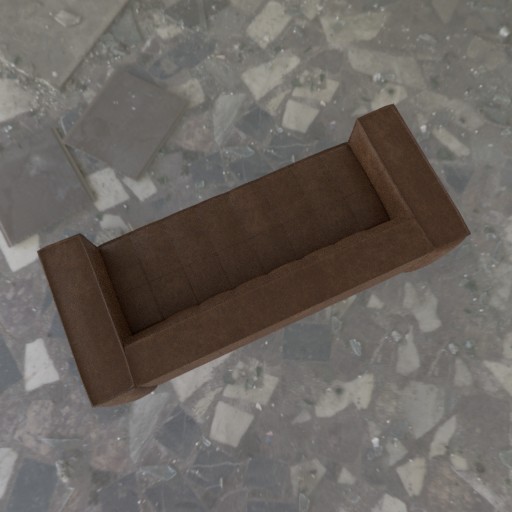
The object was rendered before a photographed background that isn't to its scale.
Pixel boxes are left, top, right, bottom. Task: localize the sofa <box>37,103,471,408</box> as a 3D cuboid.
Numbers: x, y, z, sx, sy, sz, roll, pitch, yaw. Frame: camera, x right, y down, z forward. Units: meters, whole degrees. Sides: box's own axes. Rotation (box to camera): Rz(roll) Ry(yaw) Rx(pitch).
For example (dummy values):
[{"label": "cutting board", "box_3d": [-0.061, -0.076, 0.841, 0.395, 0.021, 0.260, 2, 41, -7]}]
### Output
[{"label": "sofa", "box_3d": [0.000, 0.000, 3.104, 2.581, 0.701, 1.102, -24, 76, -6]}]
